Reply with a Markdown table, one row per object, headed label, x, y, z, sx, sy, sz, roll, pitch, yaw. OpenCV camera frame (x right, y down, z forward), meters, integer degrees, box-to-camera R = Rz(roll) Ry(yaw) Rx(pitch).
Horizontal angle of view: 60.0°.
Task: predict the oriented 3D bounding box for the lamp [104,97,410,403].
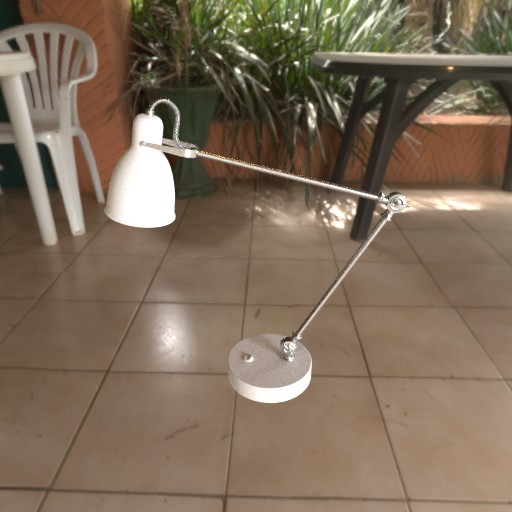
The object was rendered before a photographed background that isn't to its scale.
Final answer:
| label | x | y | z | sx | sy | sz | roll | pitch | yaw |
| --- | --- | --- | --- | --- | --- | --- | --- | --- | --- |
| lamp | 0.000 | 0.000 | 0.871 | 0.561 | 0.587 | 0.187 | 0 | 26 | 0 |
